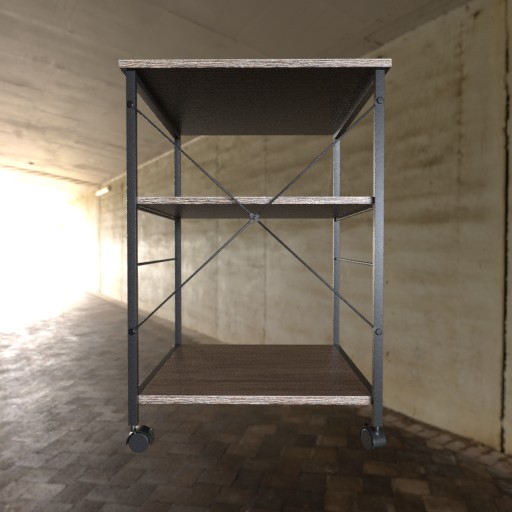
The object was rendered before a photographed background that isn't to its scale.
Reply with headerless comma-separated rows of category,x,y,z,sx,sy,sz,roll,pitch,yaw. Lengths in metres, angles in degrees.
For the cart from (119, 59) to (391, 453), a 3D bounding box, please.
cart,0.000,0.000,1.113,0.521,0.762,0.520,0,1,1
